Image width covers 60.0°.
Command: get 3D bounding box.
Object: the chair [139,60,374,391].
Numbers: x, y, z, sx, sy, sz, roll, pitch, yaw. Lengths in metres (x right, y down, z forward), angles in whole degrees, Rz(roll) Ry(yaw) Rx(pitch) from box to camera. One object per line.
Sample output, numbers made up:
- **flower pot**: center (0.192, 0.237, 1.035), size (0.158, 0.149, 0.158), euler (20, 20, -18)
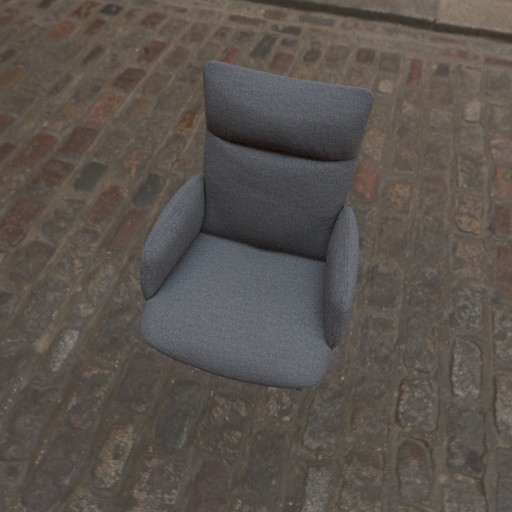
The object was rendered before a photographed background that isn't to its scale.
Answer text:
- **chair**: center (0.000, 0.000, 1.580), size (0.702, 0.984, 0.831), euler (13, 60, 8)
